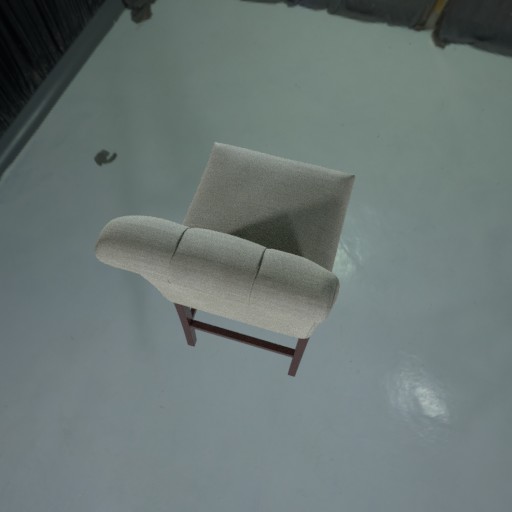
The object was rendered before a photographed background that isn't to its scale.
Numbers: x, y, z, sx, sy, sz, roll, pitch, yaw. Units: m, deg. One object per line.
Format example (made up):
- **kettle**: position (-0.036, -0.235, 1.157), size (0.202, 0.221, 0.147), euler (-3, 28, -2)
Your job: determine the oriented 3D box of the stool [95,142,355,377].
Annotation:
- **stool**: position (0.000, 0.000, 1.410), size (0.486, 1.084, 0.660), euler (15, 65, 7)
